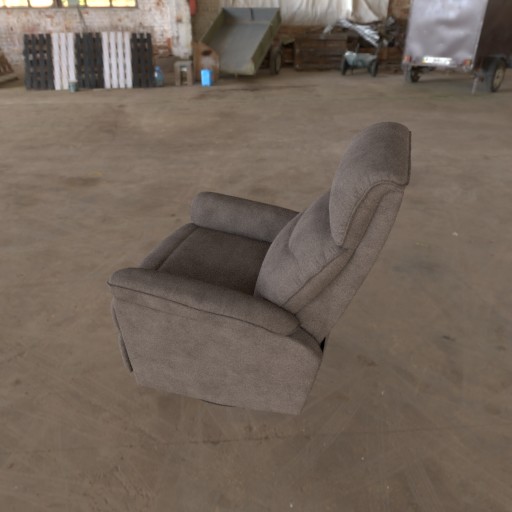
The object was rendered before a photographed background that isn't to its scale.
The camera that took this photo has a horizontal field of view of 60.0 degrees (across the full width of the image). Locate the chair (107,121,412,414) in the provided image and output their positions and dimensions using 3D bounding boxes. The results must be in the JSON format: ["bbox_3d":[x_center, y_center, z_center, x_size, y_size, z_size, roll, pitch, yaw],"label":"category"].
[{"bbox_3d":[0.000,0.000,1.745,1.009,1.036,0.830,9,32,15],"label":"chair"}]
